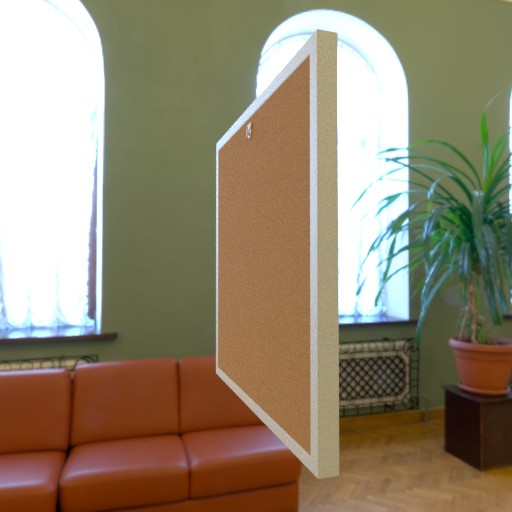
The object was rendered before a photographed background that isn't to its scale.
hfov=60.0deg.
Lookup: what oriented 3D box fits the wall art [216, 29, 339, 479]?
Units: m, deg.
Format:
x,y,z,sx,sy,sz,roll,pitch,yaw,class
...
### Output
x,y,z,sx,sy,sz,roll,pitch,yaw,class
0.000,0.000,1.114,0.050,0.762,0.761,0,-1,-18,wall art
